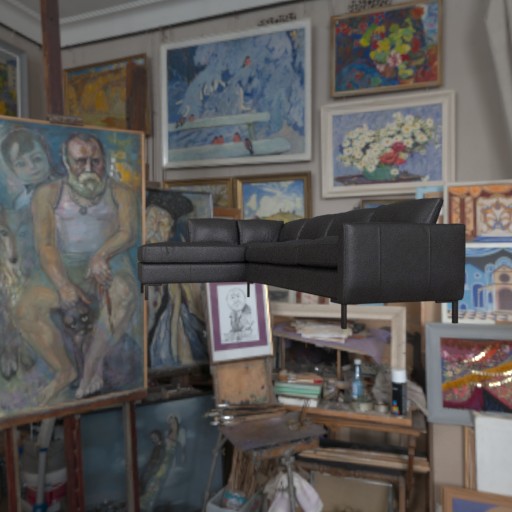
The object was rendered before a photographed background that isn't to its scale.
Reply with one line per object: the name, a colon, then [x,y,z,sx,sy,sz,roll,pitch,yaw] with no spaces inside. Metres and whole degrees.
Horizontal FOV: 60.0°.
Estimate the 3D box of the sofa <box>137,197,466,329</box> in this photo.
sofa: [0.000,0.000,4.005,1.938,0.877,2.984,0,1,-18]
